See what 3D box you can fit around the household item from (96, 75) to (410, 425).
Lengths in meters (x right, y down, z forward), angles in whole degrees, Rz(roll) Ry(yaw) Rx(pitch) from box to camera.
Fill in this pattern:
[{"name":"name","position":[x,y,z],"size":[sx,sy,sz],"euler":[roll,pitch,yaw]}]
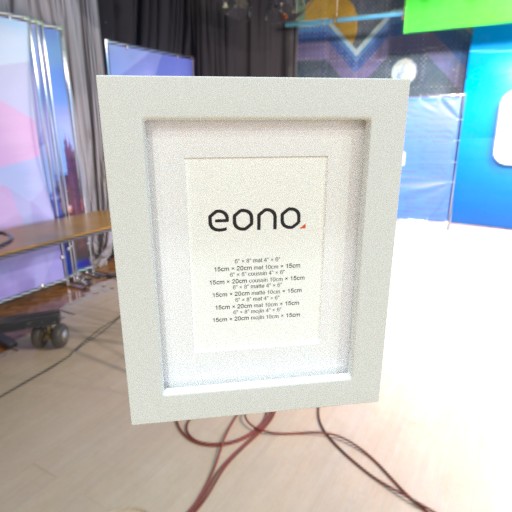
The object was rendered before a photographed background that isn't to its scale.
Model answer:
[{"name":"household item","position":[0.000,0.000,0.337],"size":[0.200,0.250,0.045],"euler":[-3,18,-8]}]
